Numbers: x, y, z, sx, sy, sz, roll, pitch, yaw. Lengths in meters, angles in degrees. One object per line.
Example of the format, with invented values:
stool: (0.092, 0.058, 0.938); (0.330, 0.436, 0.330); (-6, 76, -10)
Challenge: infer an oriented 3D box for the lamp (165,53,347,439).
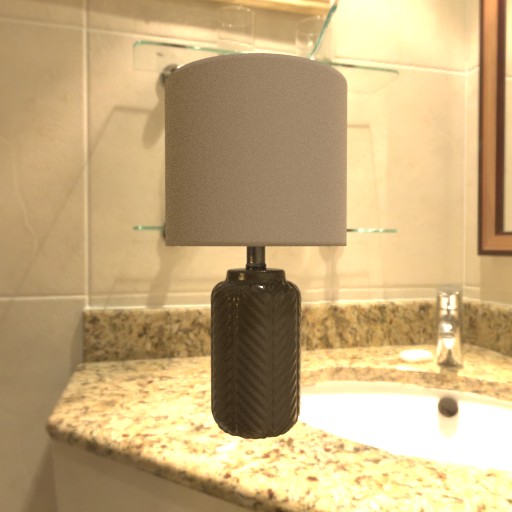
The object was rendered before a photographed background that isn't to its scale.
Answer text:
lamp: (0.000, 0.000, 0.508); (0.203, 0.389, 0.203); (1, 2, 38)
